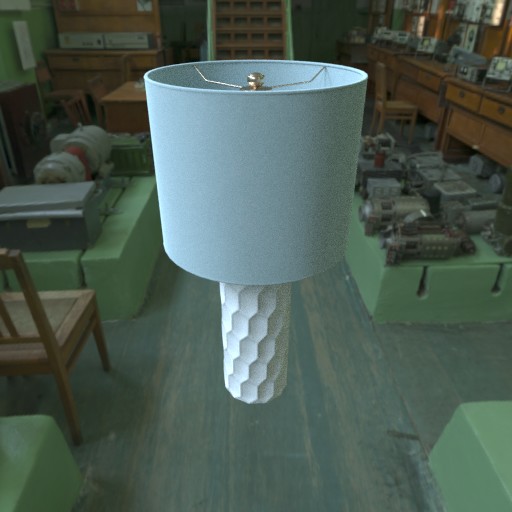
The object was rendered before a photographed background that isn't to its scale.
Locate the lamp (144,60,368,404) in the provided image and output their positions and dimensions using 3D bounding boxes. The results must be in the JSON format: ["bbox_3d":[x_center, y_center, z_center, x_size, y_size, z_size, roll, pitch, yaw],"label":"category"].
[{"bbox_3d":[0.000,0.000,0.692,0.277,0.534,0.277,-2,30,-3],"label":"lamp"}]
